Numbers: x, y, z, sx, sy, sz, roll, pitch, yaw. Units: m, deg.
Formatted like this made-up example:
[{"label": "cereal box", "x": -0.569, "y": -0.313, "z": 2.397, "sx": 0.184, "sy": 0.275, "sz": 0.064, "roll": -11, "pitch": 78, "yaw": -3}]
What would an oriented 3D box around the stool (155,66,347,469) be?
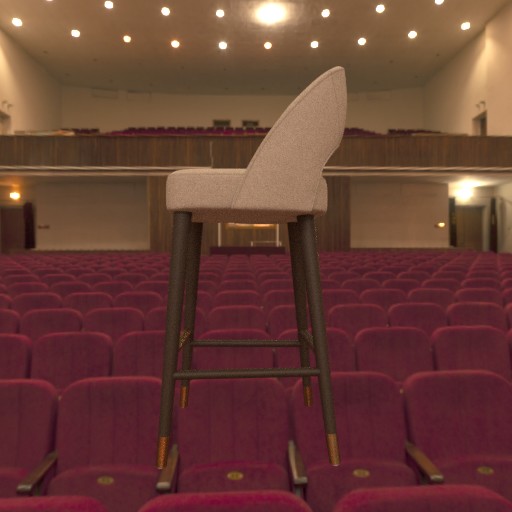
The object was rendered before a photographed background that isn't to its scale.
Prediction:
[{"label": "stool", "x": 0.000, "y": 0.000, "z": 1.311, "sx": 0.509, "sy": 1.037, "sz": 0.494, "roll": 0, "pitch": 0, "yaw": -2}]
